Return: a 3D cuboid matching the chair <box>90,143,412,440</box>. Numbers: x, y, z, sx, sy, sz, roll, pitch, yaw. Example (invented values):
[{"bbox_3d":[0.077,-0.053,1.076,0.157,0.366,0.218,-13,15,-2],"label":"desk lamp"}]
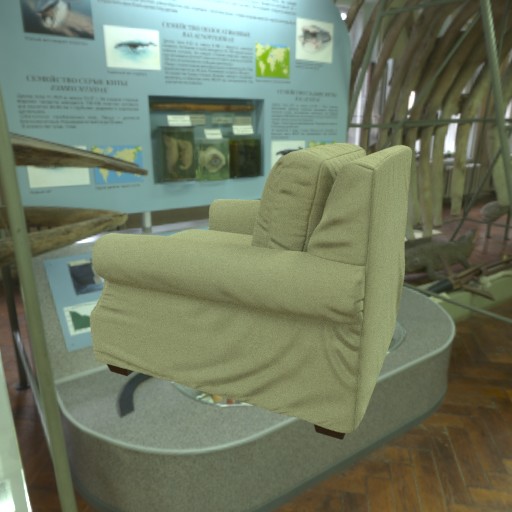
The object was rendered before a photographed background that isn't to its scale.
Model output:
[{"bbox_3d":[0.000,0.000,1.752,1.066,0.866,0.940,8,19,24],"label":"chair"}]
